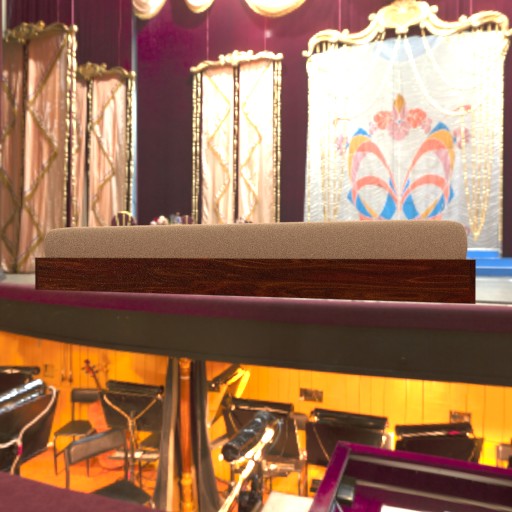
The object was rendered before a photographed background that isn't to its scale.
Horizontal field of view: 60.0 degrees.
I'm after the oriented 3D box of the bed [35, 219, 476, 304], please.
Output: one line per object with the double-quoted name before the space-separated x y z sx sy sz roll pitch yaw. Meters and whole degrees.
"bed" 0.000 0.000 2.221 1.860 0.312 0.940 0 0 18
